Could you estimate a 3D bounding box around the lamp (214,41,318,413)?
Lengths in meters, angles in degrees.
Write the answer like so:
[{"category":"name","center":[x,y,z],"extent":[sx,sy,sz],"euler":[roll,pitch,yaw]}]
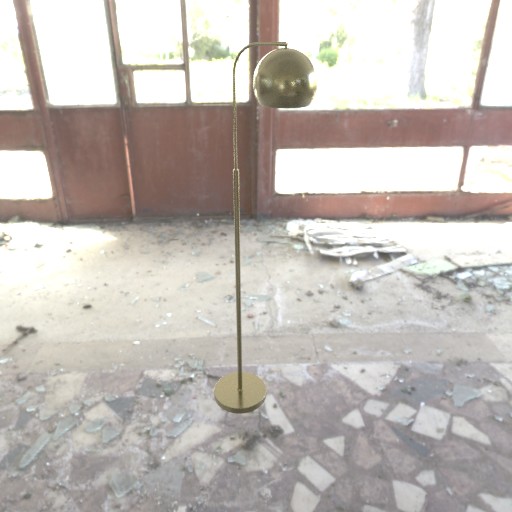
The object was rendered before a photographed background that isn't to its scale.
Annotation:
[{"category":"lamp","center":[0.000,0.000,1.753],"extent":[0.431,1.526,0.250],"euler":[16,30,30]}]
